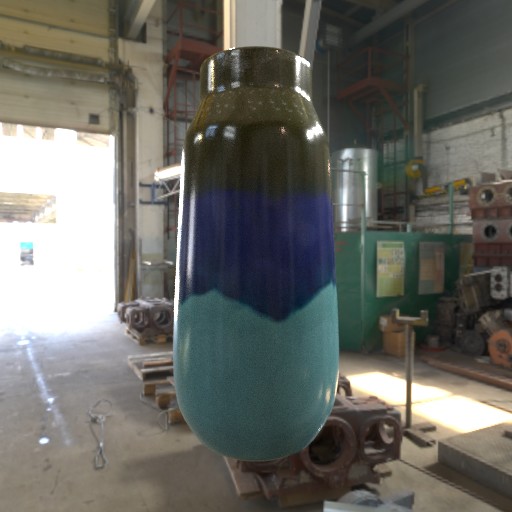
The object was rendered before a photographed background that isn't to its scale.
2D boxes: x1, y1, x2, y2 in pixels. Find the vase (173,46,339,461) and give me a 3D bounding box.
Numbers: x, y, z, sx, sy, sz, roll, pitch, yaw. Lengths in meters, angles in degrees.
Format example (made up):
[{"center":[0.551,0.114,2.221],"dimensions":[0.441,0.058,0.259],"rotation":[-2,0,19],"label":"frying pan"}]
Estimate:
[{"center":[0.000,0.000,0.374],"dimensions":[0.139,0.313,0.139],"rotation":[0,1,0],"label":"vase"}]
